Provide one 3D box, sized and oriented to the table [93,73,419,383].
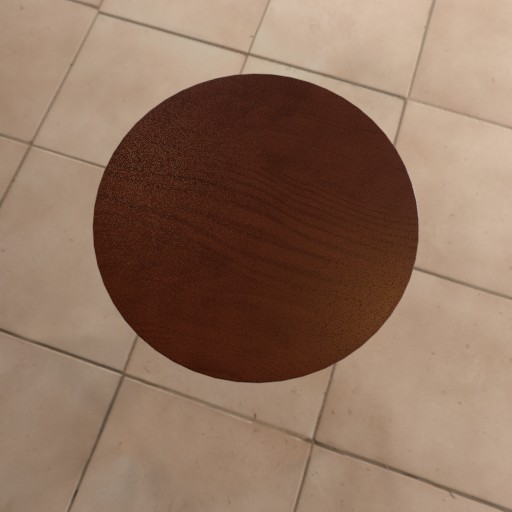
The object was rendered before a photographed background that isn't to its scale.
[{"bbox_3d":[0.000,0.000,1.106,0.597,0.612,0.597,0,75,0],"label":"table"}]
